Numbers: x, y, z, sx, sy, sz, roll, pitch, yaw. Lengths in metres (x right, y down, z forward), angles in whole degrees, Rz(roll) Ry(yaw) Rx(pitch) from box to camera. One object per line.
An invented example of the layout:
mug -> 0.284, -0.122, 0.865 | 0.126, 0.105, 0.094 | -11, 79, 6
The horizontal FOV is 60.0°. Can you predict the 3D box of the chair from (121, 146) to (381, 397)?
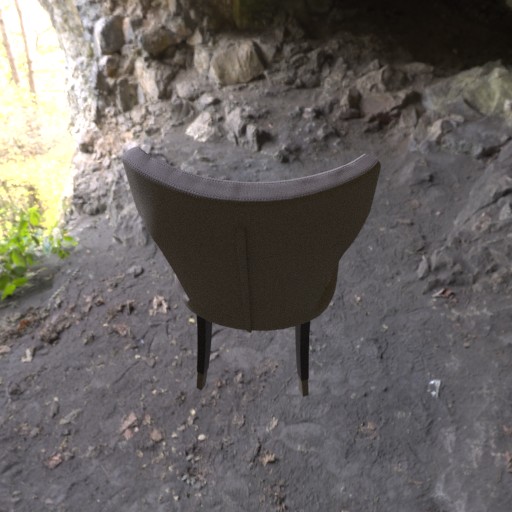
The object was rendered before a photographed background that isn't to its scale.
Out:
chair -> 0.000, 0.000, 1.328 | 0.526, 0.955, 0.630 | 3, 46, 3
